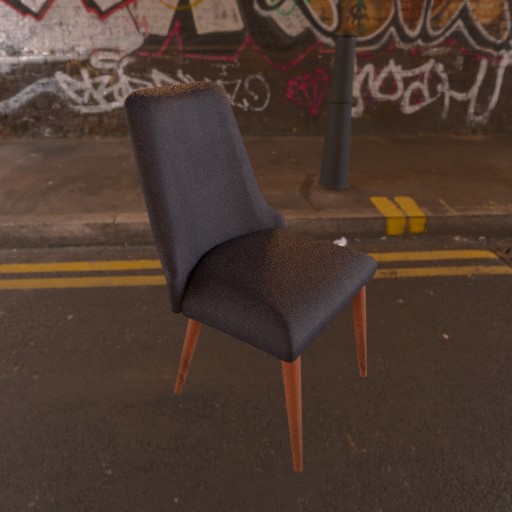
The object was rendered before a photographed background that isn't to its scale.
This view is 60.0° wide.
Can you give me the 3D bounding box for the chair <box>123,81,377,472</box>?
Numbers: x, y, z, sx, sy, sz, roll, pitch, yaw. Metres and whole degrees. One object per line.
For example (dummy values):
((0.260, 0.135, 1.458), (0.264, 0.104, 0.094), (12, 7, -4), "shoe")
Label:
((0.000, 0.000, 1.179), (0.567, 0.820, 0.504), (18, 32, 31), "chair")
